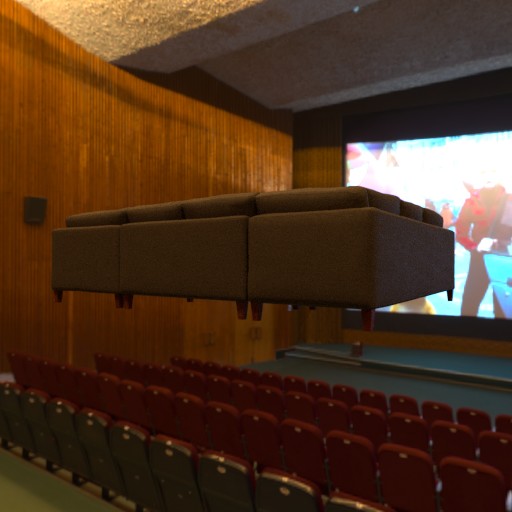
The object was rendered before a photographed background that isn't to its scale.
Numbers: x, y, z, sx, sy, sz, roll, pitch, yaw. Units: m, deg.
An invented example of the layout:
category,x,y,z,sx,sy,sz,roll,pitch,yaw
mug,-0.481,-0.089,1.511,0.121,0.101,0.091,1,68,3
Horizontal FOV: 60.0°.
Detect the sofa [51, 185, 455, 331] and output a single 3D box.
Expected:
category,x,y,z,sx,sy,sz,roll,pitch,yaw
sofa,0.000,0.000,4.667,3.460,0.961,2.594,0,-1,35
